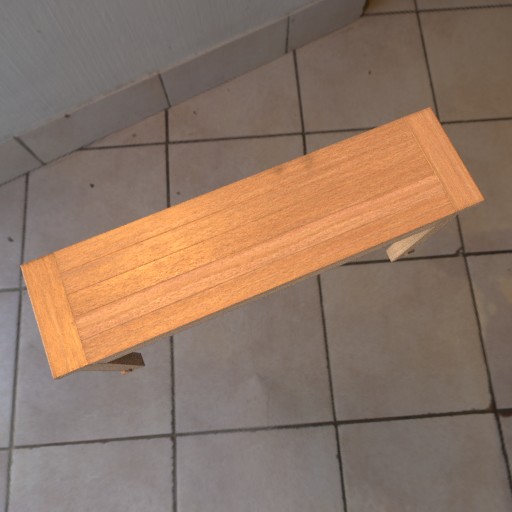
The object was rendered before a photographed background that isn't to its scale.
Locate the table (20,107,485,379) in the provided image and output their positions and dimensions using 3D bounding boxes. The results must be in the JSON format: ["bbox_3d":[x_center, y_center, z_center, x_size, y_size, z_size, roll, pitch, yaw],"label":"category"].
[{"bbox_3d":[0.000,0.000,1.923,1.599,0.762,0.442,-22,76,-6],"label":"table"}]
